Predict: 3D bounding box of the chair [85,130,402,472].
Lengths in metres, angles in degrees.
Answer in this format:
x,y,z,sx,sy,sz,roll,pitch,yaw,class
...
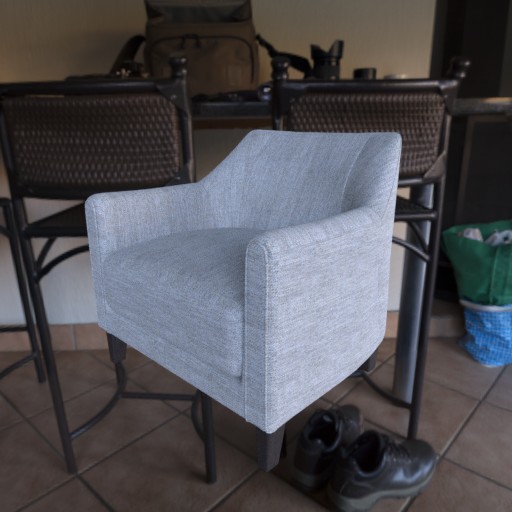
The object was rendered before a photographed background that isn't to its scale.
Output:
x,y,z,sx,sy,sz,roll,pitch,yaw,class
0.000,0.000,1.415,0.796,0.761,0.758,16,23,42,chair
